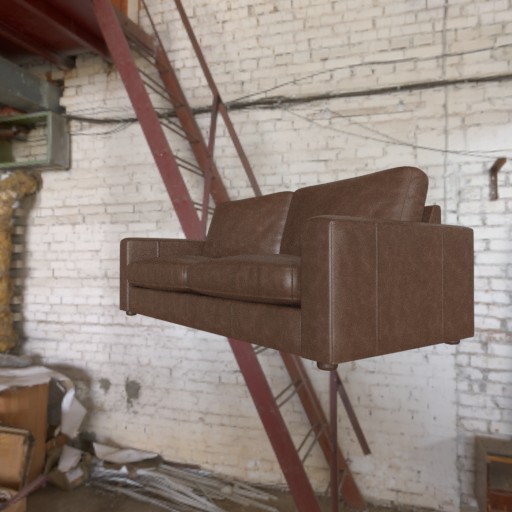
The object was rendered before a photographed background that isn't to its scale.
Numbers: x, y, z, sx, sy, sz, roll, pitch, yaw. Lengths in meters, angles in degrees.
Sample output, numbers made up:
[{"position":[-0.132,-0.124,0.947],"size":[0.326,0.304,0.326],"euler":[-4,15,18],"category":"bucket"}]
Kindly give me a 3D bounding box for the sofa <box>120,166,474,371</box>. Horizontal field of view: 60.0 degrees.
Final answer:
[{"position":[0.000,0.000,2.704],"size":[1.016,0.873,2.179],"euler":[0,-1,-36],"category":"sofa"}]
